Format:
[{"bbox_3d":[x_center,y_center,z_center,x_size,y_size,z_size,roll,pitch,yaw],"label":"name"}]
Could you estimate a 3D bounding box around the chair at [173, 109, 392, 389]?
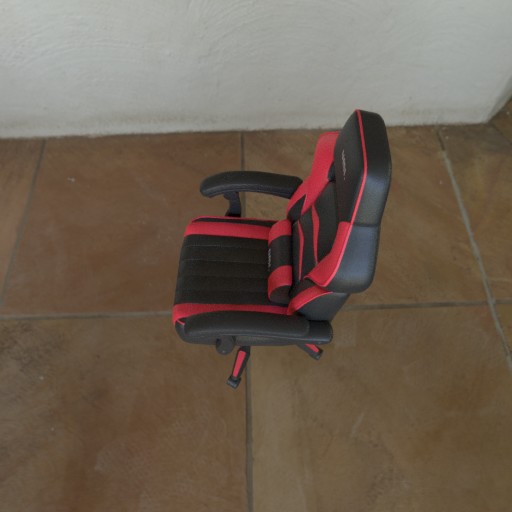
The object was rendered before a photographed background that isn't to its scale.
[{"bbox_3d":[0.000,0.000,1.654,0.700,1.220,0.700,1,60,1],"label":"chair"}]
